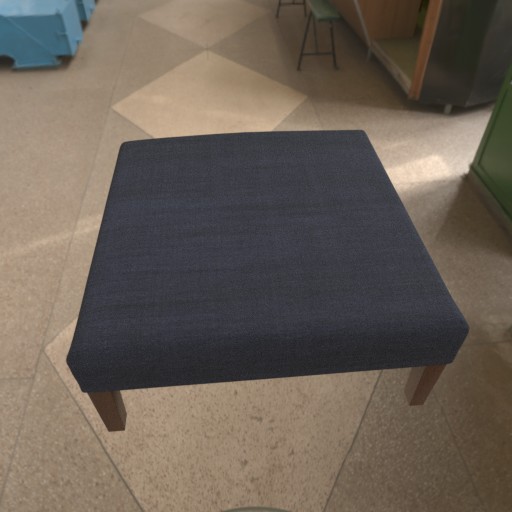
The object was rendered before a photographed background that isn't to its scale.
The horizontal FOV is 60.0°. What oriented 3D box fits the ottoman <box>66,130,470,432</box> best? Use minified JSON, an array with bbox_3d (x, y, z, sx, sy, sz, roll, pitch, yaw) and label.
[{"bbox_3d":[0.000,0.000,1.380,0.890,0.411,0.889,-4,45,-4],"label":"ottoman"}]
